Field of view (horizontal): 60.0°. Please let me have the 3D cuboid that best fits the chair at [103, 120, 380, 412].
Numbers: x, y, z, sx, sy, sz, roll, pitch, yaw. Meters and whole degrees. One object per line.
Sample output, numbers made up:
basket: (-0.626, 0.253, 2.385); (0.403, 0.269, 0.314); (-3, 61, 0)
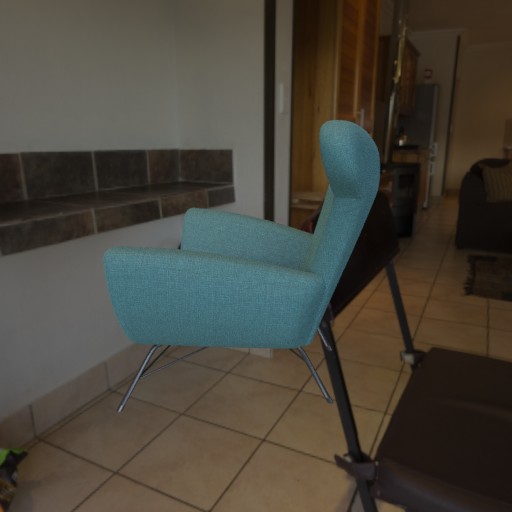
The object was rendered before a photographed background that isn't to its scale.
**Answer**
chair: (0.000, 0.000, 1.750); (0.900, 0.980, 1.050); (2, 14, 8)
